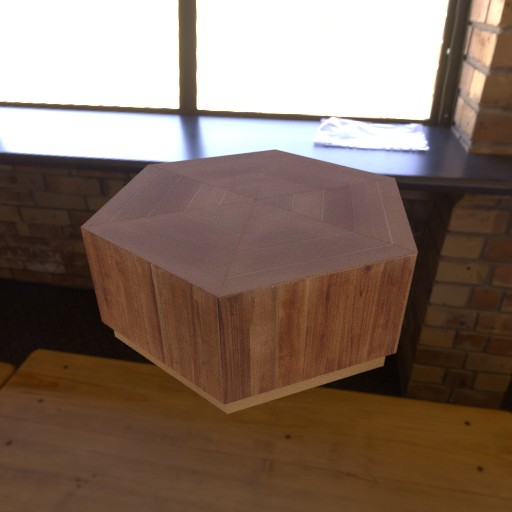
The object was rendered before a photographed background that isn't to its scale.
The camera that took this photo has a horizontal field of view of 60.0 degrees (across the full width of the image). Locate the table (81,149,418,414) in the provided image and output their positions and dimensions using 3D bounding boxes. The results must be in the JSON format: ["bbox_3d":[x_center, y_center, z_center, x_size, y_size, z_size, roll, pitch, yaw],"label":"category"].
[{"bbox_3d":[0.000,0.000,1.655,1.154,0.456,1.000,-11,33,-18],"label":"table"}]
